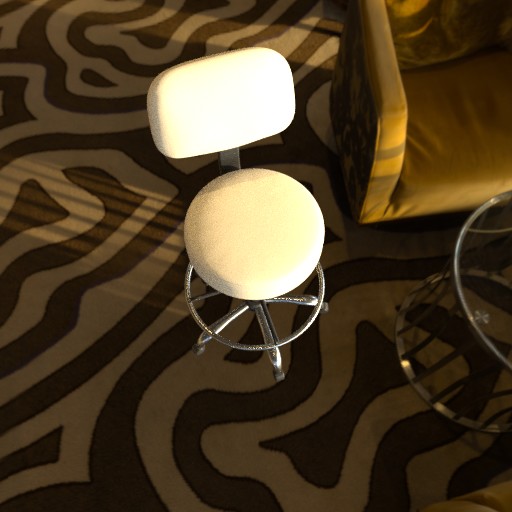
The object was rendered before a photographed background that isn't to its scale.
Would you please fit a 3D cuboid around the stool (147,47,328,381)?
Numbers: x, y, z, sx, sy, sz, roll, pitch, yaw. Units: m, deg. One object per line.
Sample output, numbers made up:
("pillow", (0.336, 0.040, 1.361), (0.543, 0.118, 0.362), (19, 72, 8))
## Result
("stool", (0.000, 0.000, 1.445), (0.609, 1.080, 0.616), (-16, 64, -8))
